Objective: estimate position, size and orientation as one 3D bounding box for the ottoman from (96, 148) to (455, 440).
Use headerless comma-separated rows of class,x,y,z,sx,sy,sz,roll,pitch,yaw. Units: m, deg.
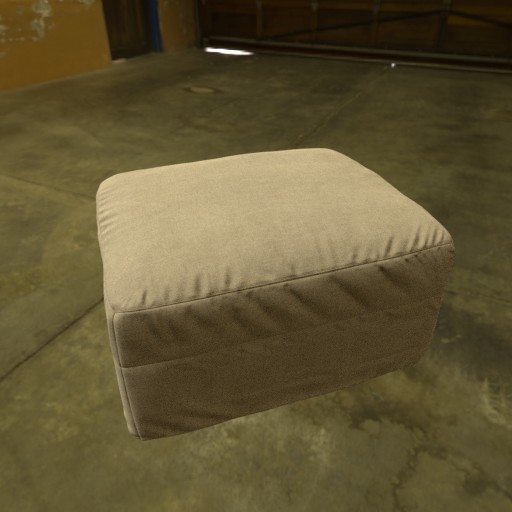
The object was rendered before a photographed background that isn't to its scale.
ottoman,0.000,0.000,1.260,0.837,0.481,0.683,-10,34,-16
